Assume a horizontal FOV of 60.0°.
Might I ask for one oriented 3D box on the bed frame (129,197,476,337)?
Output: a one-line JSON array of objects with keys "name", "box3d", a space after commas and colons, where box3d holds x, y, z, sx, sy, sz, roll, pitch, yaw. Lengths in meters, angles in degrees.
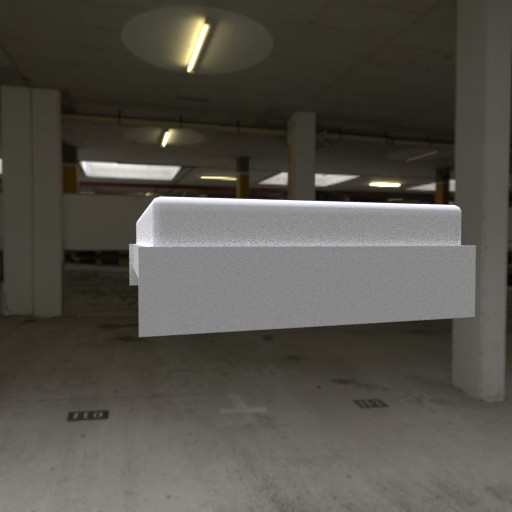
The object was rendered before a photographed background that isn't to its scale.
[{"name": "bed frame", "box3d": [0.000, 0.000, 2.685, 1.445, 0.497, 1.945, -1, 2, -17]}]
